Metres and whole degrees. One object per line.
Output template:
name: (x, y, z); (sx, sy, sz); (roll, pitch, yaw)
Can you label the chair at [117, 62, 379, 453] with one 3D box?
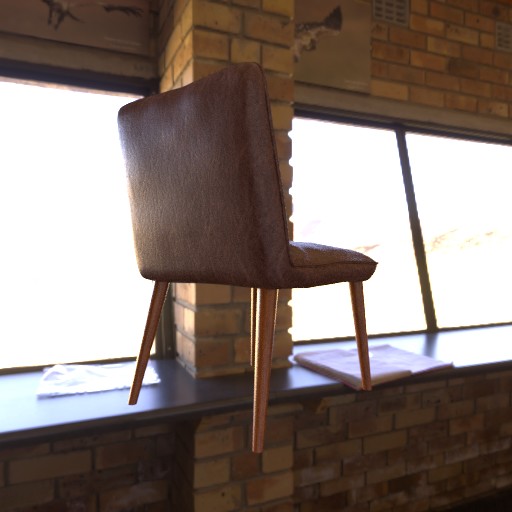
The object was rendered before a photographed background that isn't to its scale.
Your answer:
chair: (0.000, 0.000, 1.253); (0.543, 0.803, 0.645); (1, 1, 35)
